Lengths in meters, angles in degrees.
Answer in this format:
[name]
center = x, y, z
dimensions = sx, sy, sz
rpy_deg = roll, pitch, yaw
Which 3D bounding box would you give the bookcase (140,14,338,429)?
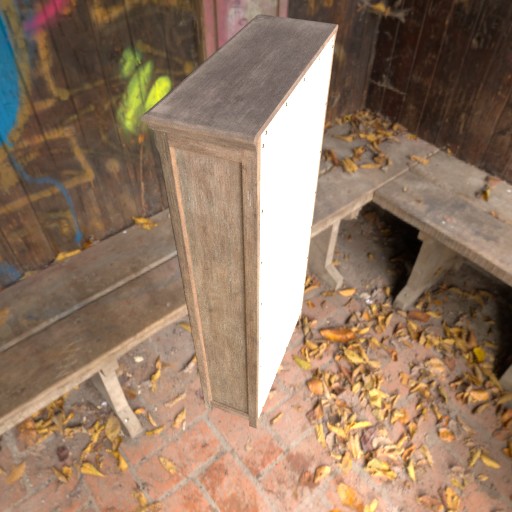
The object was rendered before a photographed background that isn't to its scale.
[bookcase]
center = 0.000, 0.000, 2.164
dimensions = 0.348, 1.880, 0.906
rpy_deg = 16, 48, 15
